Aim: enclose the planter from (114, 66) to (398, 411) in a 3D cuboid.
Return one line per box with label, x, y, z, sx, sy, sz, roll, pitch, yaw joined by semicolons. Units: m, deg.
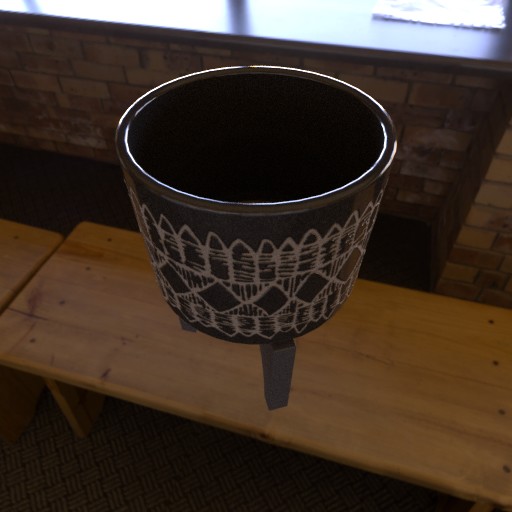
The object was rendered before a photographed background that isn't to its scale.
planter;0.000;0.000;0.269;0.129;0.177;0.129;0;45;0
